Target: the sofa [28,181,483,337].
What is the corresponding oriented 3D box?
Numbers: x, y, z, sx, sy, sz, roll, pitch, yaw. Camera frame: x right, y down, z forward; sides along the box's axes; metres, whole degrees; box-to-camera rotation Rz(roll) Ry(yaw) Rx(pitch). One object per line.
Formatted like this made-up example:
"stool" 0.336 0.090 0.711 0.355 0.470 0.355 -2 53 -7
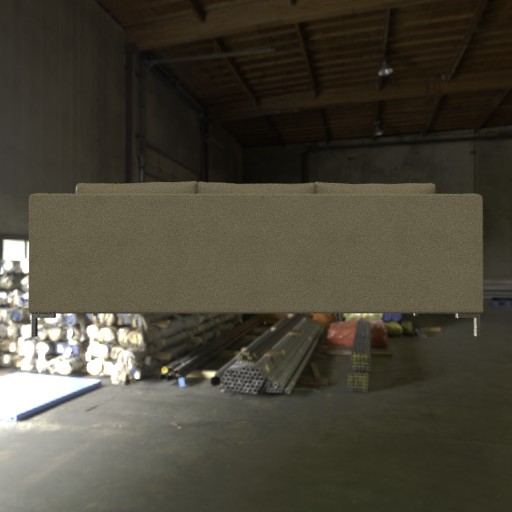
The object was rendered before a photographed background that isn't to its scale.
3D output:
"sofa" 0.000 0.000 2.827 2.415 0.867 0.969 0 -1 0
